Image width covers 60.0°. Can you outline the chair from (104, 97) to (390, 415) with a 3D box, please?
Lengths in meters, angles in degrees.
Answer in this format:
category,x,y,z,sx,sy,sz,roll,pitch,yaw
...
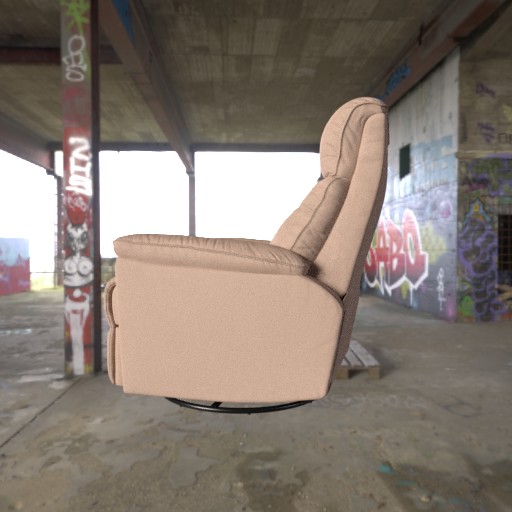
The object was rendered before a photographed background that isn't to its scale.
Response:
category,x,y,z,sx,sy,sz,roll,pitch,yaw
chair,0.000,0.000,1.751,1.004,1.037,0.820,0,1,17
